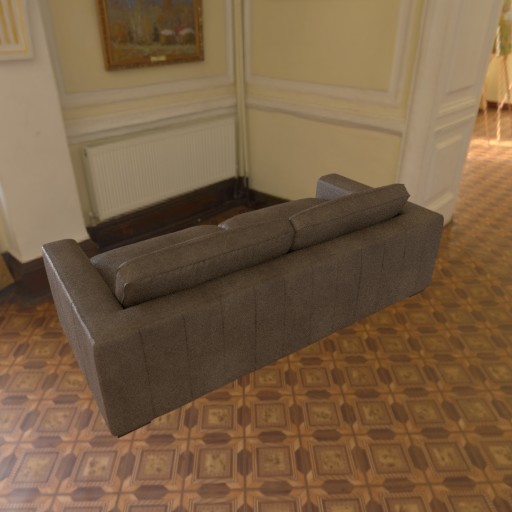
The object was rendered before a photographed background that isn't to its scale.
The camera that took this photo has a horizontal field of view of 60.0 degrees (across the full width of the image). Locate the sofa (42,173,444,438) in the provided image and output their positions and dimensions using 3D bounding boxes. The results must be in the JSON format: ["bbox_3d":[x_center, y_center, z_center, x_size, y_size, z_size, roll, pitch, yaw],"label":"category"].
[{"bbox_3d":[0.000,0.000,2.755,2.262,0.801,1.070,-18,34,-29],"label":"sofa"}]
